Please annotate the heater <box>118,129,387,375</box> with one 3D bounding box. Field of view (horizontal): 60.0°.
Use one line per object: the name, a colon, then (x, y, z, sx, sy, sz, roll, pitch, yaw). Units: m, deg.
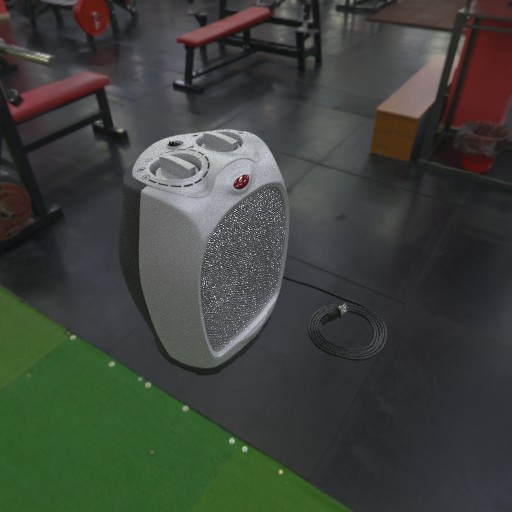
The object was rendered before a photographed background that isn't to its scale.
heater: (0.000, 0.000, 0.493, 0.291, 0.255, 0.239, 25, 46, 27)
